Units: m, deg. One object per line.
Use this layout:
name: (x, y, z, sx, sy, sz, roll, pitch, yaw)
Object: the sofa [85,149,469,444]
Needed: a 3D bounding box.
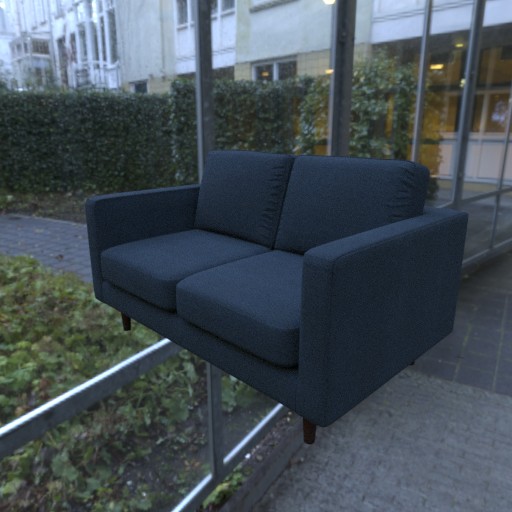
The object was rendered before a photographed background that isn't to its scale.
sofa: (0.000, 0.000, 2.087, 0.999, 0.930, 1.518, -16, 23, -43)
